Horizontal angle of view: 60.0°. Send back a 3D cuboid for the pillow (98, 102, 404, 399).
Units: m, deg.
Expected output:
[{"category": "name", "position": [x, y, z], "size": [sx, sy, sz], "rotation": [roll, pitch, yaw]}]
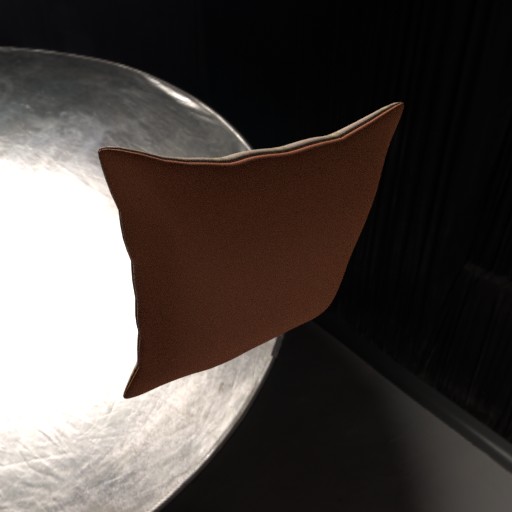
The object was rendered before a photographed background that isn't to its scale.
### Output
[{"category": "pillow", "position": [0.000, 0.000, 0.683], "size": [0.453, 0.430, 0.200], "rotation": [-19, 34, -31]}]
